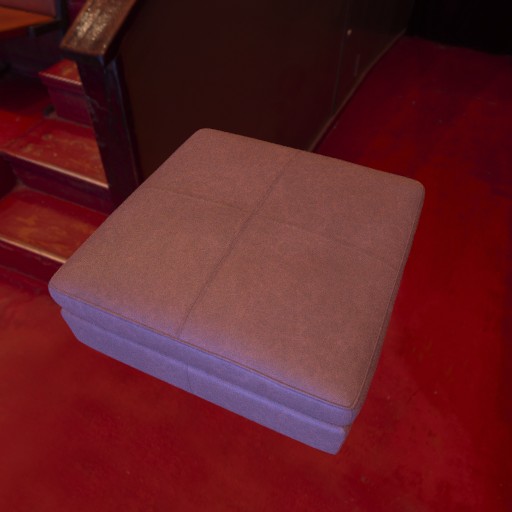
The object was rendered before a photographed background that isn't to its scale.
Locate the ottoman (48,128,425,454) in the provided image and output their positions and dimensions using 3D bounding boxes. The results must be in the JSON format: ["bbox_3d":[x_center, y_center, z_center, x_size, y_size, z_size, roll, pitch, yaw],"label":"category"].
[{"bbox_3d":[0.000,0.000,1.867,1.168,0.490,1.168,18,50,16],"label":"ottoman"}]
